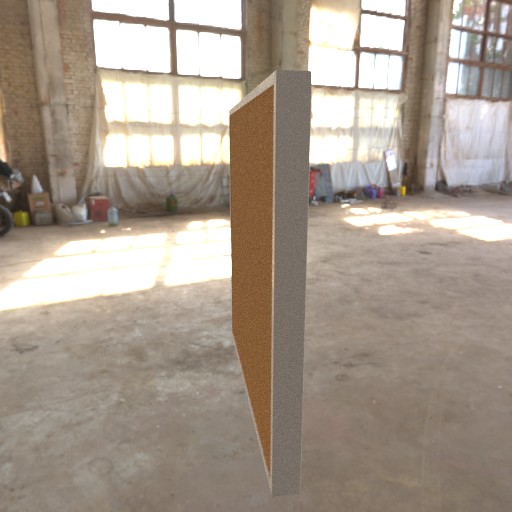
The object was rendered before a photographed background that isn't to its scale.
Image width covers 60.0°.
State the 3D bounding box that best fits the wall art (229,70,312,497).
[{"bbox_3d":[0.000,0.000,0.750,0.037,0.508,0.508,-2,14,-9],"label":"wall art"}]
